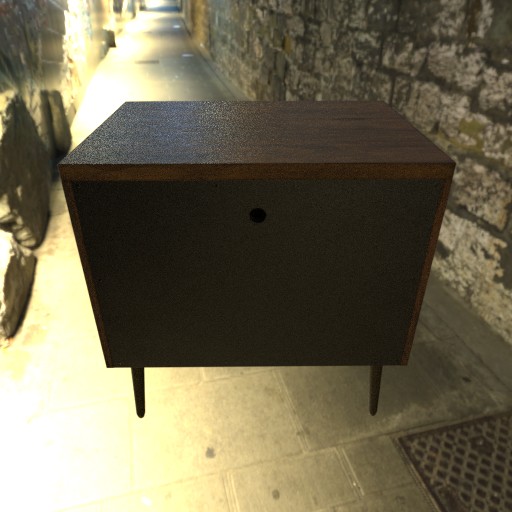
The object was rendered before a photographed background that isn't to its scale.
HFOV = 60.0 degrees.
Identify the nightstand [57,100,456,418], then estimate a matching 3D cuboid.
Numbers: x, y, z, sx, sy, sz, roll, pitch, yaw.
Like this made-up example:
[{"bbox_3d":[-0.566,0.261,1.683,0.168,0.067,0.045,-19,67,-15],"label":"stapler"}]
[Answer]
[{"bbox_3d":[0.000,0.000,1.030,0.610,0.610,0.458,0,31,-1],"label":"nightstand"}]
